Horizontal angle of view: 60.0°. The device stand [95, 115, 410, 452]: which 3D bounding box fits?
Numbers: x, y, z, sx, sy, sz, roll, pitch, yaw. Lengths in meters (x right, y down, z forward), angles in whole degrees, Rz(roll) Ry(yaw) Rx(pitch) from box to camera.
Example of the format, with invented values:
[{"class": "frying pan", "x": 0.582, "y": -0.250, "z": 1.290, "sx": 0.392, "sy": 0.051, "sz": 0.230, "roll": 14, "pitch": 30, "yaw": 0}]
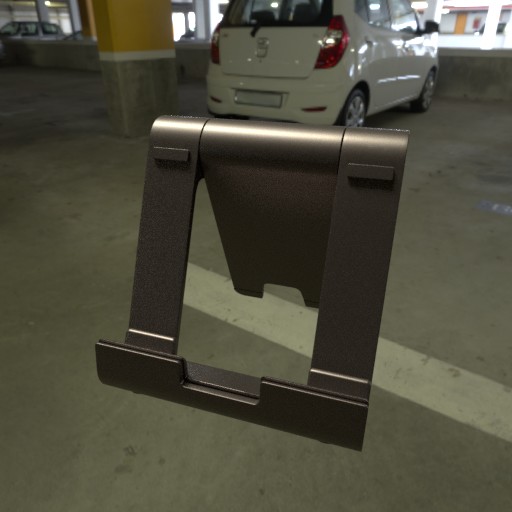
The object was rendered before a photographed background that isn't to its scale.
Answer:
[{"class": "device stand", "x": 0.000, "y": 0.000, "z": 0.153, "sx": 0.088, "sy": 0.084, "sz": 0.079, "roll": 9, "pitch": 28, "yaw": 16}]
